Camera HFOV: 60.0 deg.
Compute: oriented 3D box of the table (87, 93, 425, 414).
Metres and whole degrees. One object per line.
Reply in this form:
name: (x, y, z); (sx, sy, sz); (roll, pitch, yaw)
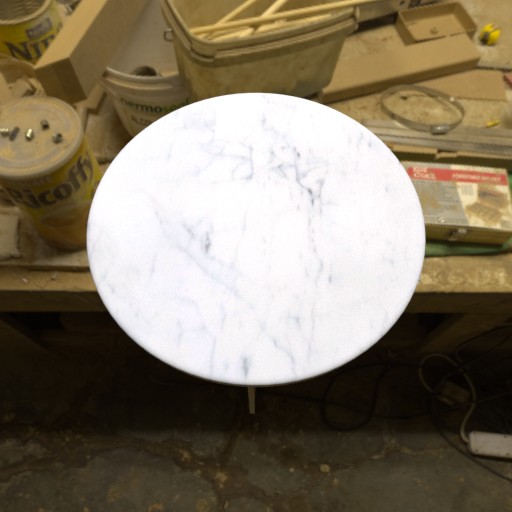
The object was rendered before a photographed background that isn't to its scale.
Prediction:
table: (0.000, 0.000, 1.257); (0.800, 0.450, 0.800); (0, 63, 0)
